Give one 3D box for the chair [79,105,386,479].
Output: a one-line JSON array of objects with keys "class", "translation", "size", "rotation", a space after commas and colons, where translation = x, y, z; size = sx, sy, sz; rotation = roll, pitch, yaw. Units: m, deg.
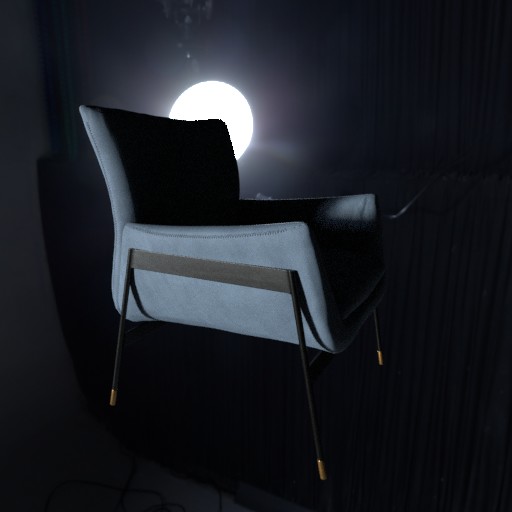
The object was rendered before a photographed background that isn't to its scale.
[{"class": "chair", "translation": [0.000, 0.000, 1.359], "size": [0.709, 0.858, 0.678], "rotation": [7, 16, 27]}]
